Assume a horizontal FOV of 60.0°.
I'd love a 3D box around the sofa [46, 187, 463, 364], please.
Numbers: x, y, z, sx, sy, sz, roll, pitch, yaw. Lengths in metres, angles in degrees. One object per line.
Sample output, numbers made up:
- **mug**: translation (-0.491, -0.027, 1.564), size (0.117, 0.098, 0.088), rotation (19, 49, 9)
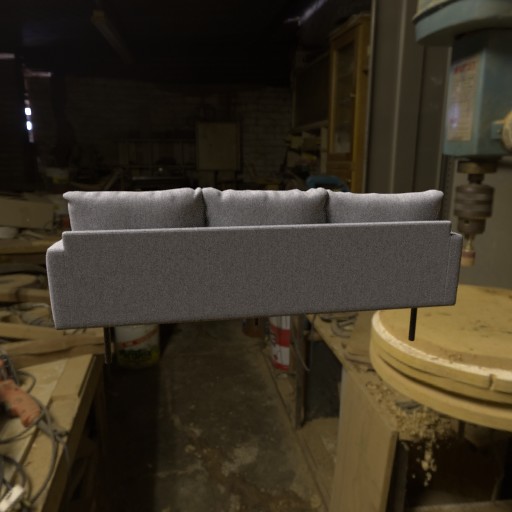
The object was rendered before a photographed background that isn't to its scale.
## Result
- **sofa**: translation (0.000, 0.000, 2.519), size (2.000, 0.830, 0.850), rotation (-2, 14, -9)
